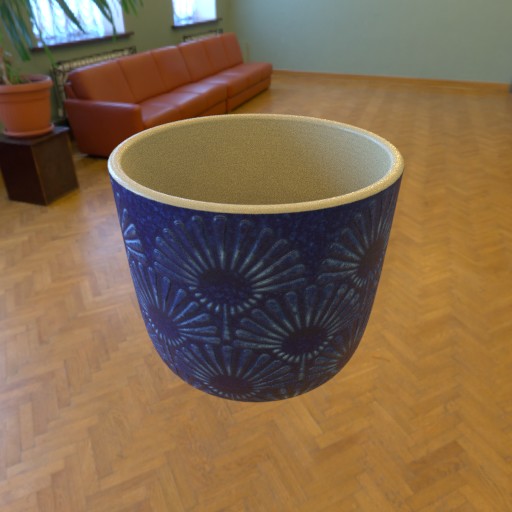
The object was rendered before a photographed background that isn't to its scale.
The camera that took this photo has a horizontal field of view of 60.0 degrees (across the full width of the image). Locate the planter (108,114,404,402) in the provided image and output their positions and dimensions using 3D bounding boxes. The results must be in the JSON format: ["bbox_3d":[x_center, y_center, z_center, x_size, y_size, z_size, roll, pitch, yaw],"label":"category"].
[{"bbox_3d":[0.000,0.000,0.220,0.124,0.109,0.124,0,31,0],"label":"planter"}]
